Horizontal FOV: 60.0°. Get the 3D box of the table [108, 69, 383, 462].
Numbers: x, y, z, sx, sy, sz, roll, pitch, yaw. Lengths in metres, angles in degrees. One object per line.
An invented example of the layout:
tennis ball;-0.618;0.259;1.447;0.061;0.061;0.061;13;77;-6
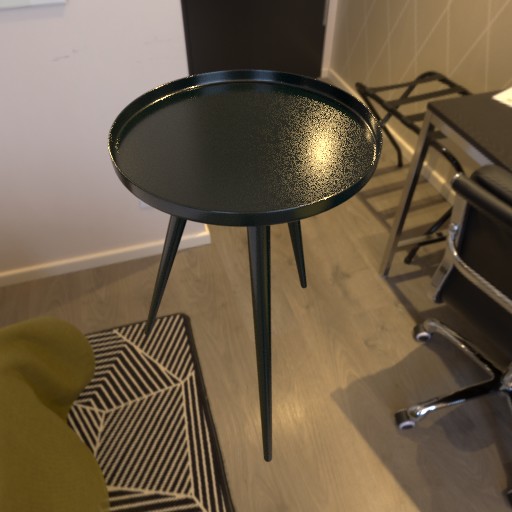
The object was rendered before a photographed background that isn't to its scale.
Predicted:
table;0.000;0.000;0.816;0.403;0.548;0.415;33;54;28
